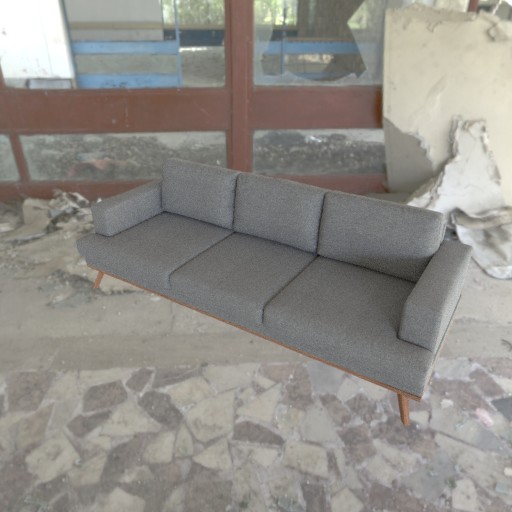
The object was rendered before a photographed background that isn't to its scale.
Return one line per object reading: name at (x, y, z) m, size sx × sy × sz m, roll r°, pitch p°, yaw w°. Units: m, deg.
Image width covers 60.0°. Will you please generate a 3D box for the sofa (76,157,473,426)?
sofa at (0.000, 0.000, 2.749) m, size 2.310 × 0.810 × 0.920 m, roll 17°, pitch 33°, yaw 28°
